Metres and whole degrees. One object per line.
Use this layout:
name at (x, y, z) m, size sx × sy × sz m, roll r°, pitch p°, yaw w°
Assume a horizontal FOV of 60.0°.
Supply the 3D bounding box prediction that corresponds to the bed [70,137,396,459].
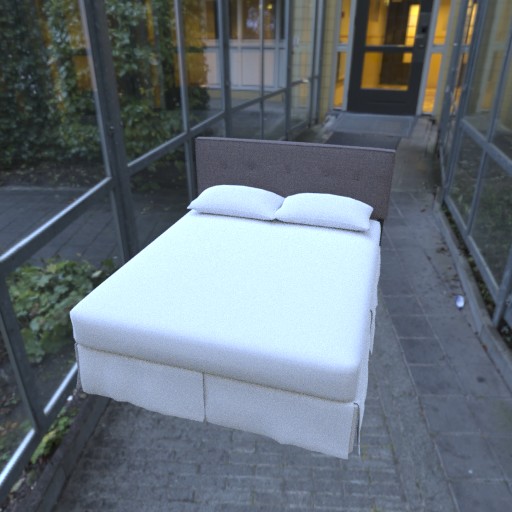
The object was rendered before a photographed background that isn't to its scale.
bed at (0.000, 0.000, 2.883) m, size 1.610 × 1.089 × 1.894 m, roll 8°, pitch 28°, yaw 15°
